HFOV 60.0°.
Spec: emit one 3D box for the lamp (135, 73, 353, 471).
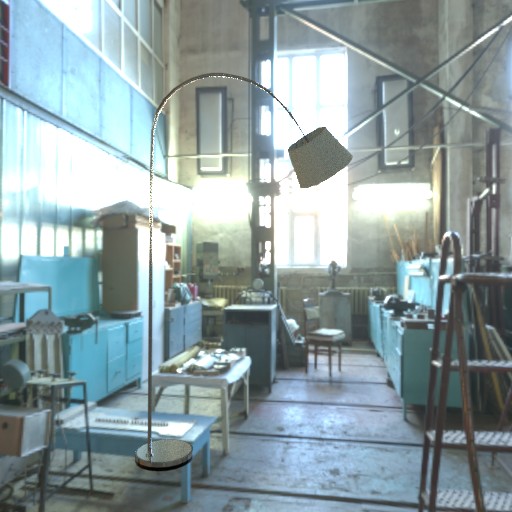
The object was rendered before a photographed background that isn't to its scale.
[{"bbox_3d":[0.000,0.000,2.635,1.445,2.098,0.406,1,-1,-35],"label":"lamp"}]
